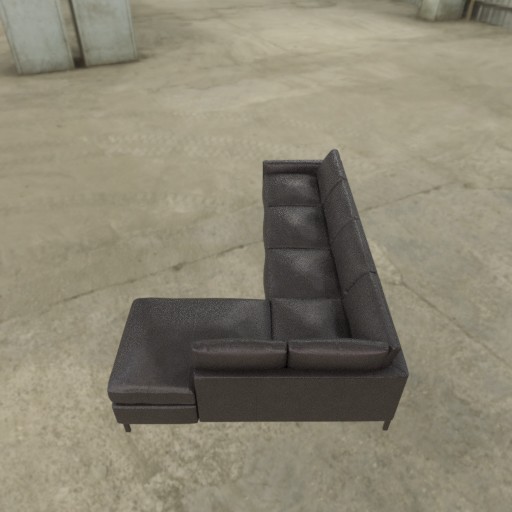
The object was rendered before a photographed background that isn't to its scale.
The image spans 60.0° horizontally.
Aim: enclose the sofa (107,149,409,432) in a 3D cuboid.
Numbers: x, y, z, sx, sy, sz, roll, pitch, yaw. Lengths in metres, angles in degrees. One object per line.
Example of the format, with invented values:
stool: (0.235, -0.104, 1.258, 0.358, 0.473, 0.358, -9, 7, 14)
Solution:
sofa: (0.000, 0.000, 4.024, 1.938, 0.877, 2.984, 0, 39, 0)
